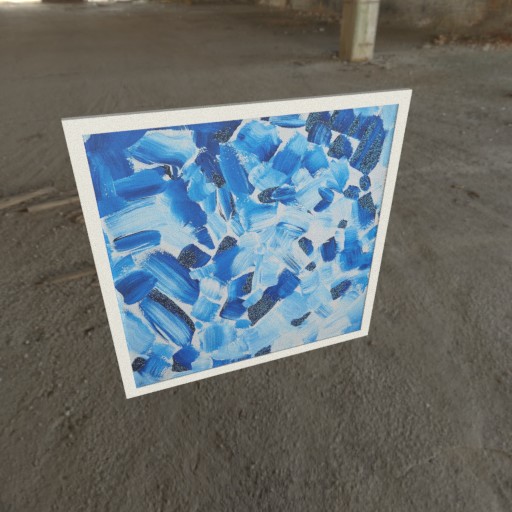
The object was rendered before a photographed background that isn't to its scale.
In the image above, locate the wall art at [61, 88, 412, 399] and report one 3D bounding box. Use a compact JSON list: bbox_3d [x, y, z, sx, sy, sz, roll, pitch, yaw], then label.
[{"bbox_3d":[0.000,0.000,0.980,0.660,0.660,0.015,-11,34,-16],"label":"wall art"}]
